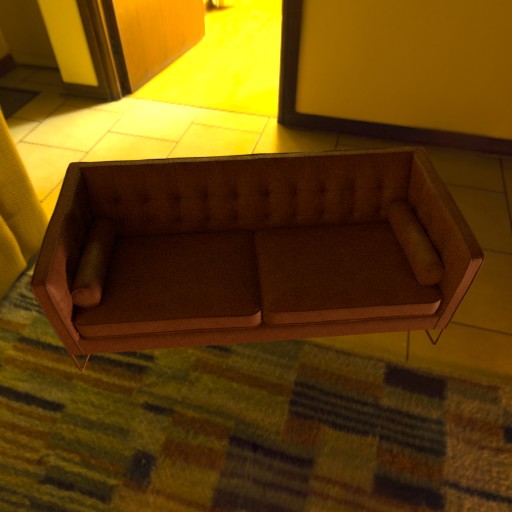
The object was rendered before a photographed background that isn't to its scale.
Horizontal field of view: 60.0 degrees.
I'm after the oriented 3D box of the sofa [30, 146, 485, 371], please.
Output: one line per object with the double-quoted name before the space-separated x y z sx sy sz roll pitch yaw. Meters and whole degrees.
"sofa" 0.000 0.000 2.545 2.079 0.798 0.912 -3 47 -3
